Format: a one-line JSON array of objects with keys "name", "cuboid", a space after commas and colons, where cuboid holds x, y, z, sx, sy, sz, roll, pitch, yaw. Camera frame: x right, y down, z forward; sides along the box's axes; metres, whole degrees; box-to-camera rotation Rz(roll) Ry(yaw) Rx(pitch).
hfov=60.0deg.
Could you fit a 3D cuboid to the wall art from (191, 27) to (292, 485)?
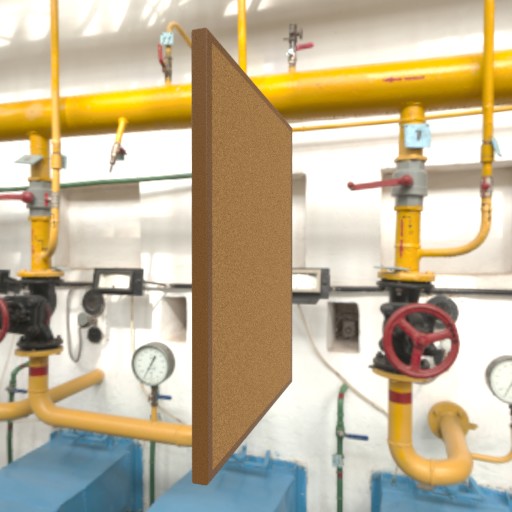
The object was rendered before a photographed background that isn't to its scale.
[{"name": "wall art", "cuboid": [0.000, 0.000, 0.747, 0.021, 0.550, 0.449, 0, 0, 18]}]
